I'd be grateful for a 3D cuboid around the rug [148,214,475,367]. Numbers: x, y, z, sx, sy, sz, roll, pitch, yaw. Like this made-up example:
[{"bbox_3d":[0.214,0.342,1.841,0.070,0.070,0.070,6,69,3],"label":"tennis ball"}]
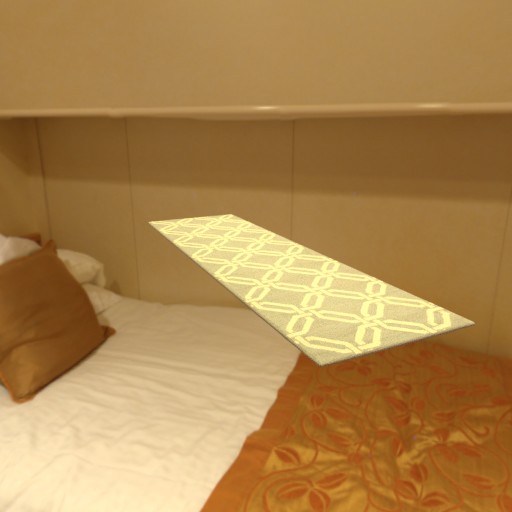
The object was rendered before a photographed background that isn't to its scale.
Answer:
[{"bbox_3d":[0.000,0.000,2.459,0.678,0.014,2.276,-8,18,-25],"label":"rug"}]
